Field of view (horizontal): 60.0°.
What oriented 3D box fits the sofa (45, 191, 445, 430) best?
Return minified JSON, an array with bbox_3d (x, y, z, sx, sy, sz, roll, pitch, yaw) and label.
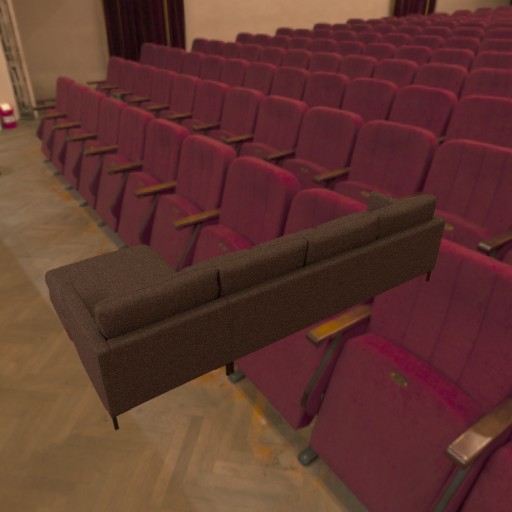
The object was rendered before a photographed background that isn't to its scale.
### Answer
[{"bbox_3d":[0.000,0.000,3.869,3.221,0.892,1.483,-18,34,-29],"label":"sofa"}]
